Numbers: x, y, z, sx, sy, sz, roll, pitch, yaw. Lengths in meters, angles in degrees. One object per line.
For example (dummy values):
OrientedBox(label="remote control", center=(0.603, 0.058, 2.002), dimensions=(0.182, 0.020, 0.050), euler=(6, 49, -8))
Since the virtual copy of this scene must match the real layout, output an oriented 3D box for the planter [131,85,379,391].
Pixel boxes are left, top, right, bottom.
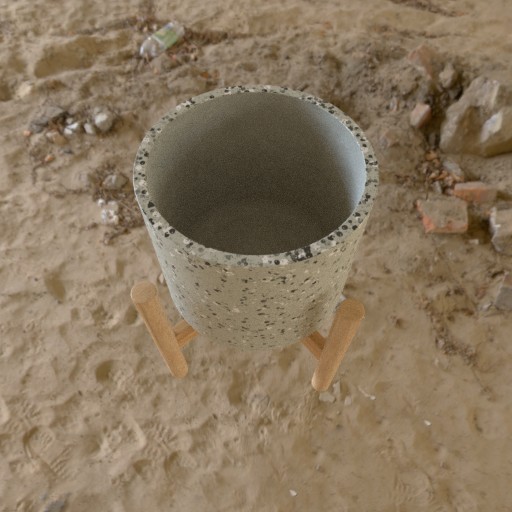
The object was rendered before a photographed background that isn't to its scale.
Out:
OrientedBox(label="planter", center=(0.000, 0.000, 0.540), dimensions=(0.284, 0.320, 0.284), euler=(-15, 59, -9))
